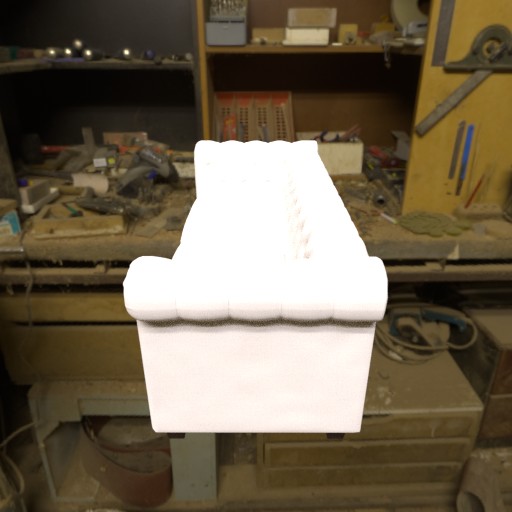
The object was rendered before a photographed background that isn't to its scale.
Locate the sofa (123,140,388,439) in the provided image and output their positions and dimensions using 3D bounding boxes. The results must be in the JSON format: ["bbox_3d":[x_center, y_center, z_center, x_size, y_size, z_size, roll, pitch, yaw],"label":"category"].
[{"bbox_3d":[0.000,0.000,2.197,0.771,0.796,1.798,0,27,0],"label":"sofa"}]
